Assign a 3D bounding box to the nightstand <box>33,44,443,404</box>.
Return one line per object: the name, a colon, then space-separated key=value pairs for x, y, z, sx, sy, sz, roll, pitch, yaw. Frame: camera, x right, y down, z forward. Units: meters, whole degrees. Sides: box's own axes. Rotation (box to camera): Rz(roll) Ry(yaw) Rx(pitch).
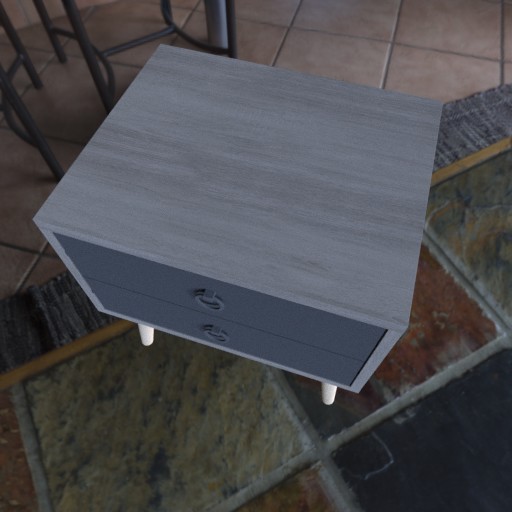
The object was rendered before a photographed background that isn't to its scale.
nightstand: x=0.000 y=0.000 z=0.801 sx=0.450 sy=0.500 sz=0.380 roll=15 pitch=60 yaw=9
